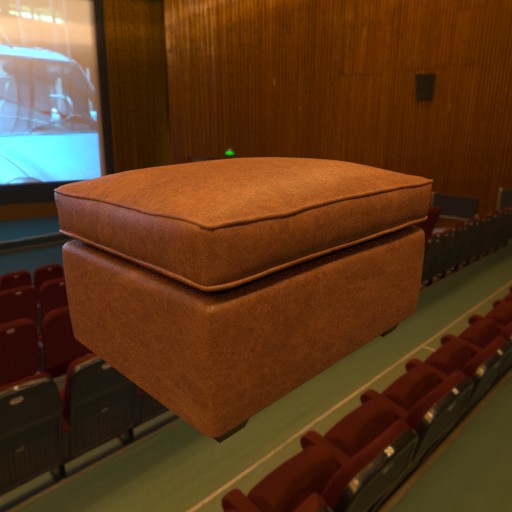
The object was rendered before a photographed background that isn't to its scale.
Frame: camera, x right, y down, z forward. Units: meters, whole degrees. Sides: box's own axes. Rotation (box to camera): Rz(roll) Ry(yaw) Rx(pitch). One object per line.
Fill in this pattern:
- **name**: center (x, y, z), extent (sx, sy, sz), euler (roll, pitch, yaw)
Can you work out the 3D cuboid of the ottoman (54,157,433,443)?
- **ottoman**: center (0.000, 0.000, 1.096), extent (0.554, 0.468, 0.756), euler (16, 23, 42)
